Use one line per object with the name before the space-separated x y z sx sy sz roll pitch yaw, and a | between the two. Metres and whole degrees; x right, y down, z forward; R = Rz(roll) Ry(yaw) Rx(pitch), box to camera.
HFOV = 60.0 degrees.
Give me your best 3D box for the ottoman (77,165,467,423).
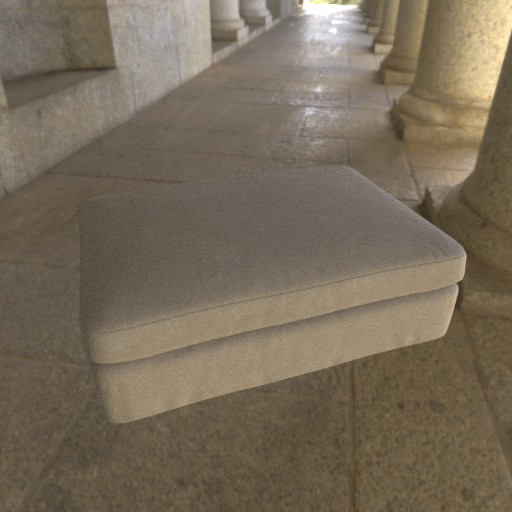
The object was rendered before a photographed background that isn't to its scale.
ottoman | 0.000 0.000 1.623 1.199 0.429 0.840 -10 34 -16
